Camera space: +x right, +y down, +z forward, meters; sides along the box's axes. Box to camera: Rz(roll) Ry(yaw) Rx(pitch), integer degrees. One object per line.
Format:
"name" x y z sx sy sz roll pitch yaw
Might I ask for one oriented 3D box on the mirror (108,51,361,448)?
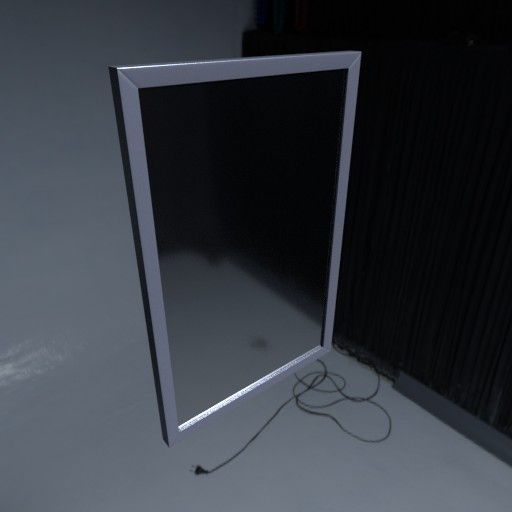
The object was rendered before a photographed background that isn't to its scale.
"mirror" 0.000 0.000 1.116 0.609 0.915 0.040 -21 35 -33
